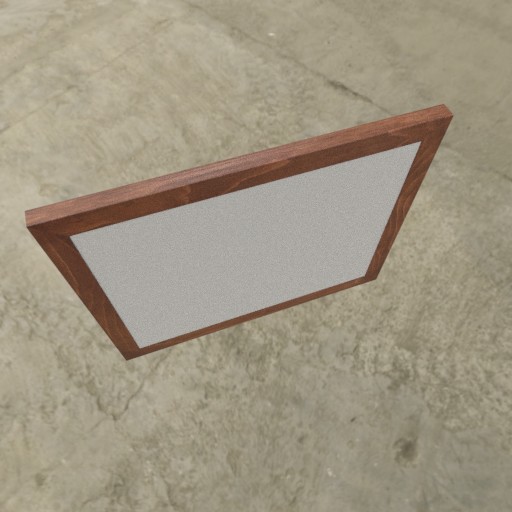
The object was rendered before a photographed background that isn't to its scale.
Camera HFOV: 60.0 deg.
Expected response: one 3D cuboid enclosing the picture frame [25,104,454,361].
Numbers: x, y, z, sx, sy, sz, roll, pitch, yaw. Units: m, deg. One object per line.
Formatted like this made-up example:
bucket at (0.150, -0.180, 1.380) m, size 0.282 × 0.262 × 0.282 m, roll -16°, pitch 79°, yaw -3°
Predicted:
picture frame at (0.000, 0.000, 0.750) m, size 0.559 × 0.457 × 0.025 m, roll -17°, pitch 59°, yaw -10°
